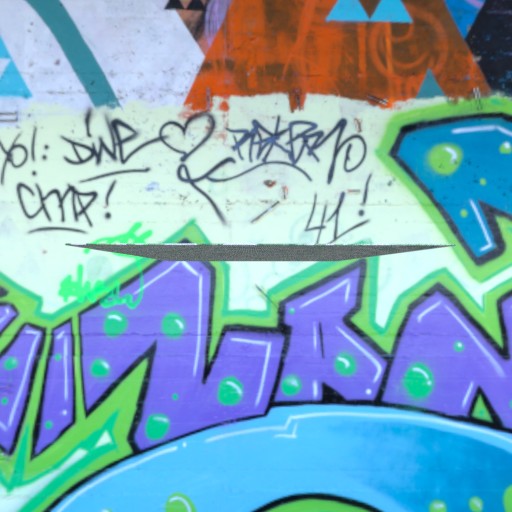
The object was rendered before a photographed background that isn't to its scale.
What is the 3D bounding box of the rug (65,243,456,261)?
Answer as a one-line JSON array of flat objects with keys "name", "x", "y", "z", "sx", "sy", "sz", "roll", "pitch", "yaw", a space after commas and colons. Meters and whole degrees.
[{"name": "rug", "x": 0.000, "y": 0.000, "z": 2.289, "sx": 1.220, "sy": 0.006, "sz": 1.826, "roll": 0, "pitch": -2, "yaw": -1}]
